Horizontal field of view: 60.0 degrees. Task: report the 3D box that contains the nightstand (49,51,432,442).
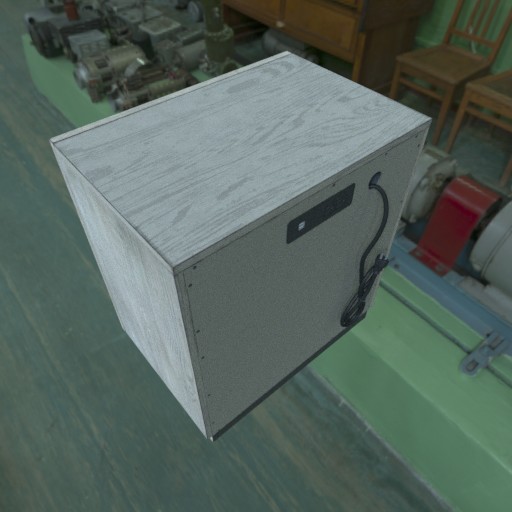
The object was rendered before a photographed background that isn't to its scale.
[{"bbox_3d":[0.000,0.000,1.083,0.612,0.673,0.483,-32,55,-26],"label":"nightstand"}]
